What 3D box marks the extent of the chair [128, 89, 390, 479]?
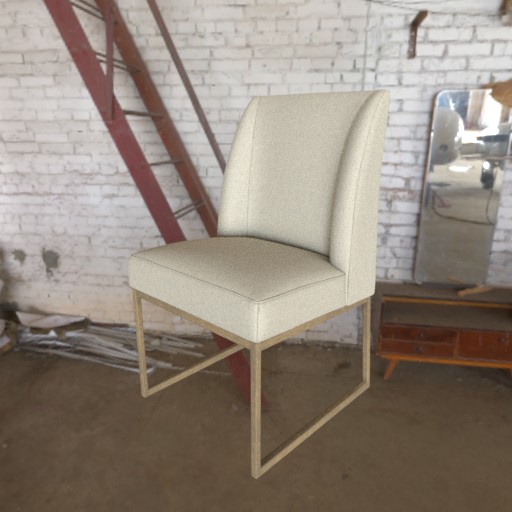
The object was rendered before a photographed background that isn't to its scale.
[{"bbox_3d":[0.000,0.000,1.219,0.508,0.863,0.522,15,23,41],"label":"chair"}]
